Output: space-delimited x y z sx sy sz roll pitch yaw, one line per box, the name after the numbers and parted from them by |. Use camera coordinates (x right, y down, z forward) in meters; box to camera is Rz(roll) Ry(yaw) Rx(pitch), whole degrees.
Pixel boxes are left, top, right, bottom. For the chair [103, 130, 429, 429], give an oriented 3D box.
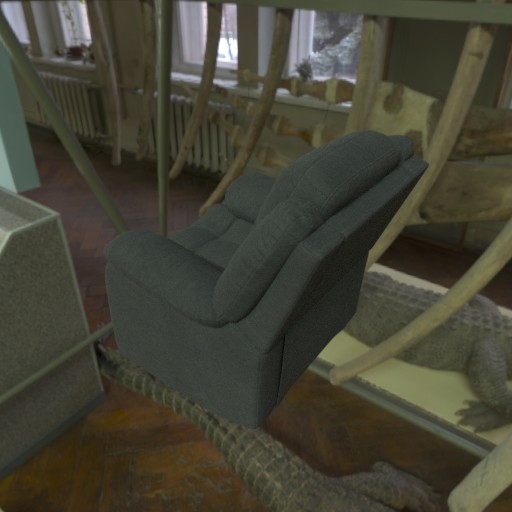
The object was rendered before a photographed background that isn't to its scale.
0.000 0.000 1.712 0.944 1.008 0.899 21 37 30 | chair
